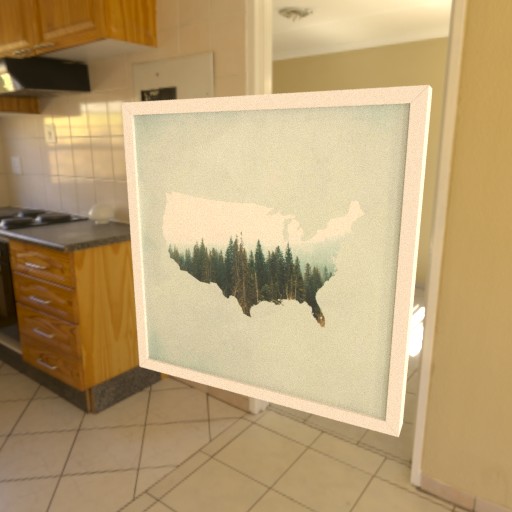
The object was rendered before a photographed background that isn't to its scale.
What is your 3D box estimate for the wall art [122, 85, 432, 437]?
[{"bbox_3d":[0.000,0.000,0.447,0.304,0.304,0.024,7,15,26],"label":"wall art"}]
